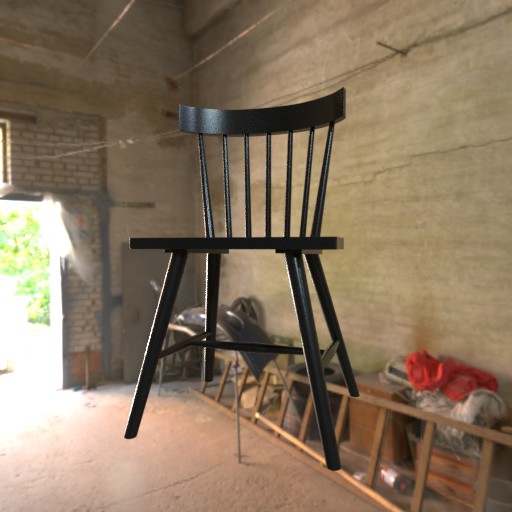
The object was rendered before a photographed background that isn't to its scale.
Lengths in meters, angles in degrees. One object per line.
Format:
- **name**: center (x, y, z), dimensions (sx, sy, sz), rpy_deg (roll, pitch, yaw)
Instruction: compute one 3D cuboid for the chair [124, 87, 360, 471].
- **chair**: center (0.000, 0.000, 1.176), dimensions (0.506, 0.844, 0.483), rpy_deg (0, 1, 18)
